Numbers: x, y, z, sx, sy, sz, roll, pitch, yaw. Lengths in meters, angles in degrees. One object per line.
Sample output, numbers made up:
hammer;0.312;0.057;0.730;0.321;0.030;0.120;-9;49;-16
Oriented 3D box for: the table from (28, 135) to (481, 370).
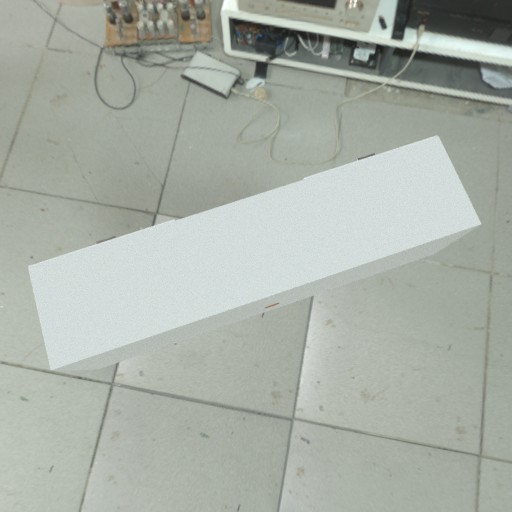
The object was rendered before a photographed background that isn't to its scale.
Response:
table;0.000;0.000;1.766;1.550;0.440;0.400;-18;77;-5
